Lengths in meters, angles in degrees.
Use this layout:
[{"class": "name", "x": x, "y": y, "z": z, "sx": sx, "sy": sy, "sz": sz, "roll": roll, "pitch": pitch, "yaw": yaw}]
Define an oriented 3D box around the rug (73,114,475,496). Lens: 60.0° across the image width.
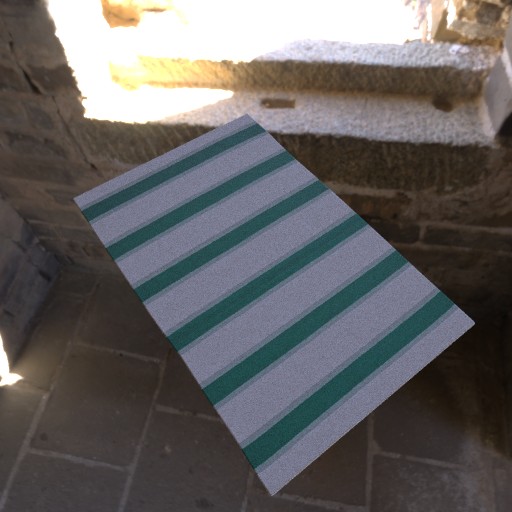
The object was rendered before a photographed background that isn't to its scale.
[{"class": "rug", "x": 0.000, "y": 0.000, "z": 2.286, "sx": 1.210, "sy": 0.012, "sz": 1.829, "roll": -32, "pitch": 63, "yaw": -19}]
